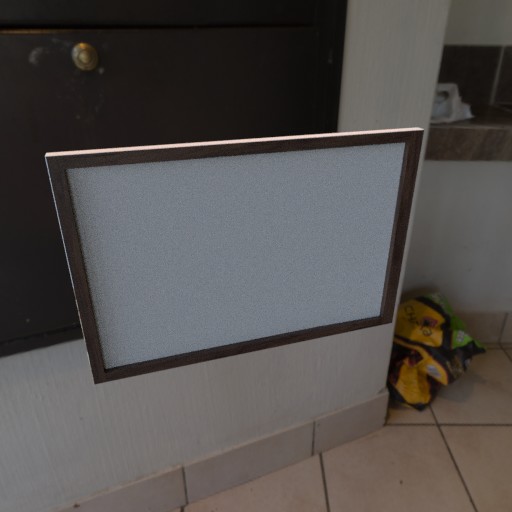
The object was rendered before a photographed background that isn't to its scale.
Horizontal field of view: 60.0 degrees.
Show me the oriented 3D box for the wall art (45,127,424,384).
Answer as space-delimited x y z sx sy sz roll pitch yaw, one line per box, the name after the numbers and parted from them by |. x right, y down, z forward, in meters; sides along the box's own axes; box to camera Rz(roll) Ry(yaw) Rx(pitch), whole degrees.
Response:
0.000 0.000 1.961 1.520 1.016 0.051 -8 28 -16 | wall art
